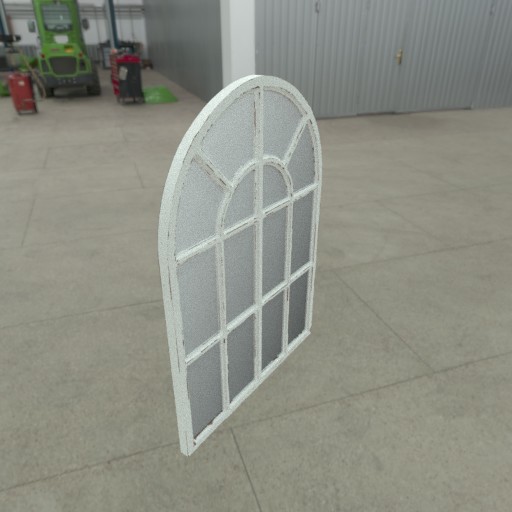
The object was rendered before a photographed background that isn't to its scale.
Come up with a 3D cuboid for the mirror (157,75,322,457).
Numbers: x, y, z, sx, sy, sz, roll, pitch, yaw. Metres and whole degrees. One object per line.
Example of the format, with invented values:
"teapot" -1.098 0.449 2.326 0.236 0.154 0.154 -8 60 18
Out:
"mirror" 0.000 0.000 1.213 0.032 0.920 0.660 18 33 31
